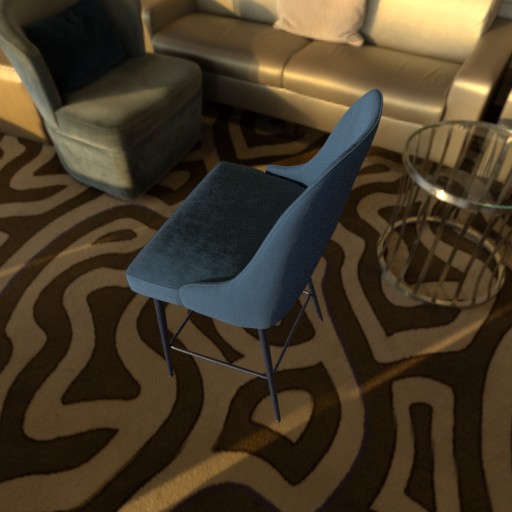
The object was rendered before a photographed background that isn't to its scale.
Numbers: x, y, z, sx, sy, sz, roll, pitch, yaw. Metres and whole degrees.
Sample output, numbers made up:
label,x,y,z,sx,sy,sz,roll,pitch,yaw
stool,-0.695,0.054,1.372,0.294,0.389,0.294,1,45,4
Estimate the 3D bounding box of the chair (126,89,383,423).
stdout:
label,x,y,z,sx,sy,sz,roll,pitch,yaw
chair,0.000,0.000,1.212,0.489,0.927,0.526,18,49,16
